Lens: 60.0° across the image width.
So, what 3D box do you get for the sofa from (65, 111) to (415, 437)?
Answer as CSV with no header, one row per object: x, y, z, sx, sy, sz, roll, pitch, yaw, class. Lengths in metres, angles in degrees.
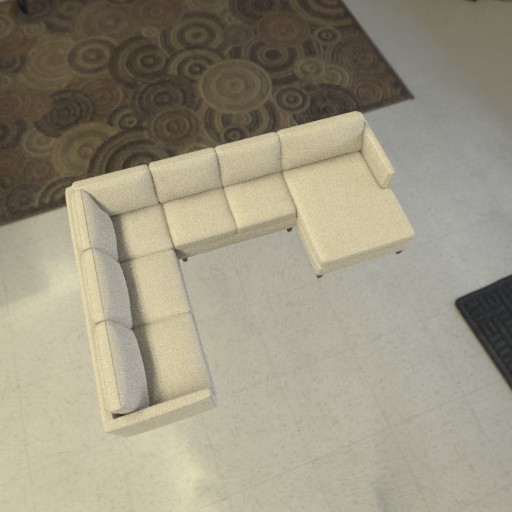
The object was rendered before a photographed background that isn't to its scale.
0.000,0.000,4.535,3.403,0.889,2.551,-16,65,-8,sofa
